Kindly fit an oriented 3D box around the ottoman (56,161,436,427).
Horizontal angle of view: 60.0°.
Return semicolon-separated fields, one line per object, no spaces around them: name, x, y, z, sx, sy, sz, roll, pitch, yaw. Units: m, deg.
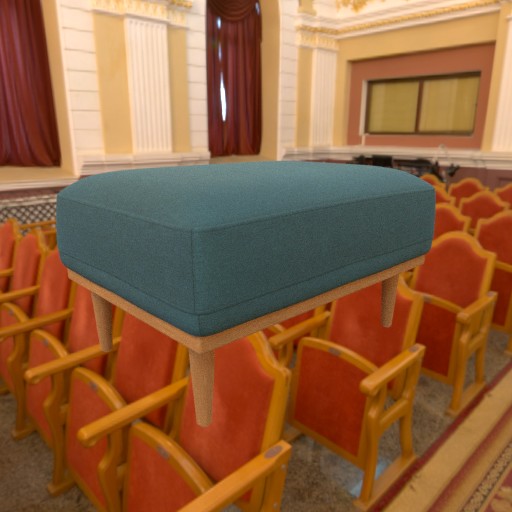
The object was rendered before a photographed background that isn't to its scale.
ottoman;0.000;0.000;1.065;0.749;0.428;0.549;-14;21;-41
